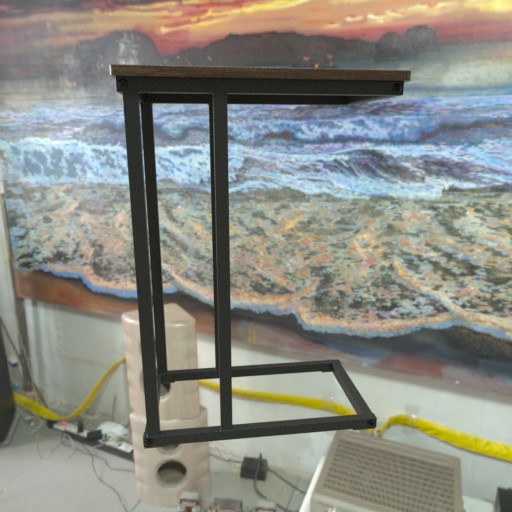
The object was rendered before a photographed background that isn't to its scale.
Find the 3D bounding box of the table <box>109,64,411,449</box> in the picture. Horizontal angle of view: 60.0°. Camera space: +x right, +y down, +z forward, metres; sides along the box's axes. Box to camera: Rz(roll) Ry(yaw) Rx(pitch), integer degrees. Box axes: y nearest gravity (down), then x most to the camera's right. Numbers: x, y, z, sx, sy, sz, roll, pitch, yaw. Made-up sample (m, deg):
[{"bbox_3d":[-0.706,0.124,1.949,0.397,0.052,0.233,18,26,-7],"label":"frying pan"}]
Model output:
[{"bbox_3d":[0.000,0.000,0.850,0.450,0.637,0.254,-2,15,-7],"label":"table"}]
